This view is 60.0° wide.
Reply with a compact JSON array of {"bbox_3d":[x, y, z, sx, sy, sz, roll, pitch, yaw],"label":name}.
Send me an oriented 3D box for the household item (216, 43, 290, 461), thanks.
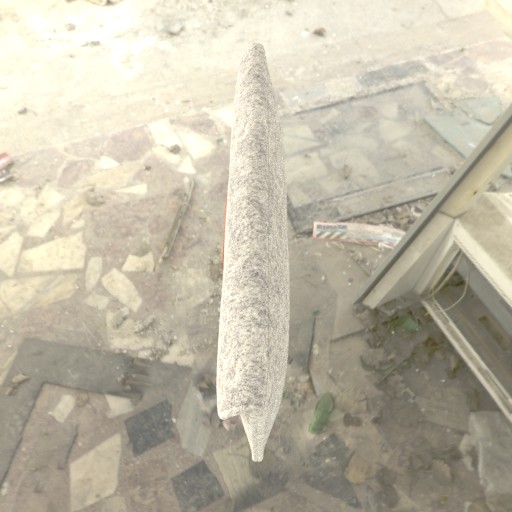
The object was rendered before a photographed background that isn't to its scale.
[{"bbox_3d":[0.000,0.000,0.423,0.057,0.221,0.335,1,58,0],"label":"household item"}]
